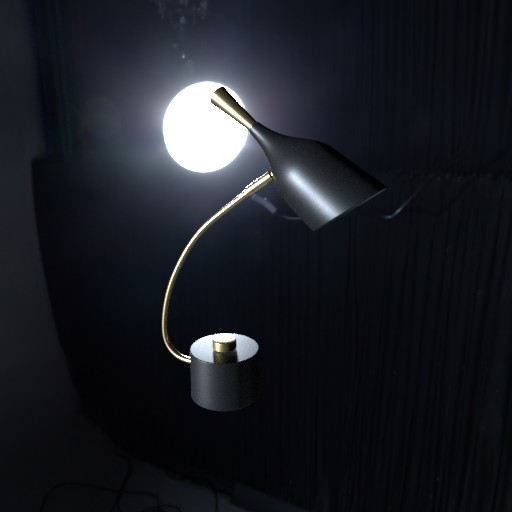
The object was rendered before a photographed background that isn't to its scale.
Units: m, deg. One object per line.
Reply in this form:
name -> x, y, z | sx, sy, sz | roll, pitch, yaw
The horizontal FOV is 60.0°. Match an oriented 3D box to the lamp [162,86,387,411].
lamp -> 0.000, 0.000, 0.636 | 0.352, 0.464, 0.110 | 7, 16, 26
